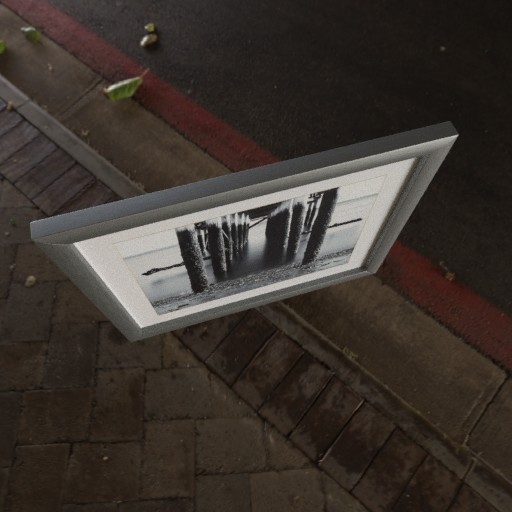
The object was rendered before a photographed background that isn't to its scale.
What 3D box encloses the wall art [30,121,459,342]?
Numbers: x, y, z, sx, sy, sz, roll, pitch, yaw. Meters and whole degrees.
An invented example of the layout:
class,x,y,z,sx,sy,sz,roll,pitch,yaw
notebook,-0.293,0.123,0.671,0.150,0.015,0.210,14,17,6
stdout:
class,x,y,z,sx,sy,sz,roll,pitch,yaw
wall art,0.000,0.000,0.764,0.556,0.457,0.028,-15,65,-7
